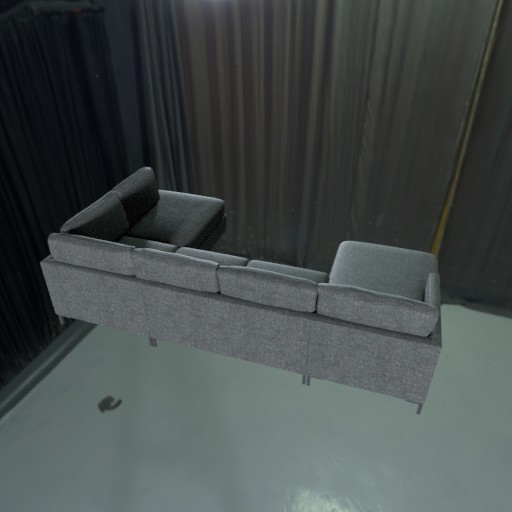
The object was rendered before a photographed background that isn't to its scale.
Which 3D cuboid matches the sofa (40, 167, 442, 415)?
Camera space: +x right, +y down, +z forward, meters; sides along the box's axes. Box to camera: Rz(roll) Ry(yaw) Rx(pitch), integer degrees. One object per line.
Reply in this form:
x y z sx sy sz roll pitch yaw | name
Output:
0.000 0.000 4.399 3.423 0.999 2.048 10 34 15 | sofa
